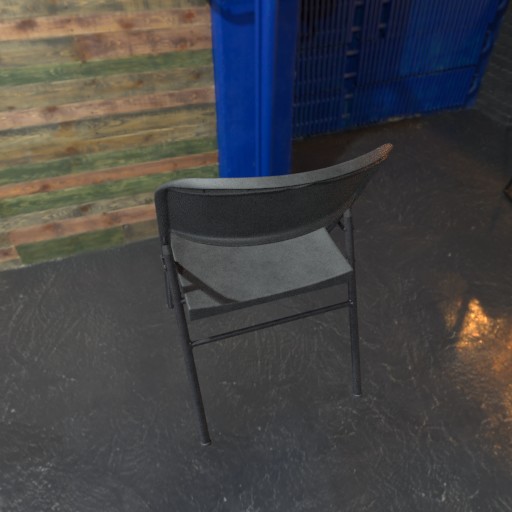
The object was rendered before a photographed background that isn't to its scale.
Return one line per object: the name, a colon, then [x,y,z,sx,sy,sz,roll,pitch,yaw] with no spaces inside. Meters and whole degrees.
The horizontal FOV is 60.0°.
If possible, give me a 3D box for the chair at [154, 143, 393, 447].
chair: [0.000,0.000,1.188,0.494,0.810,0.566,-12,43,-14]
